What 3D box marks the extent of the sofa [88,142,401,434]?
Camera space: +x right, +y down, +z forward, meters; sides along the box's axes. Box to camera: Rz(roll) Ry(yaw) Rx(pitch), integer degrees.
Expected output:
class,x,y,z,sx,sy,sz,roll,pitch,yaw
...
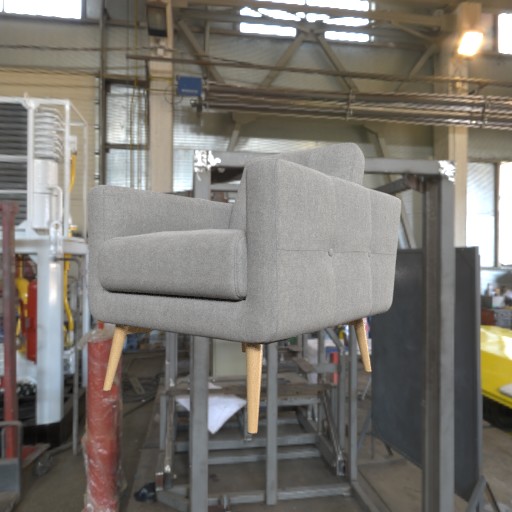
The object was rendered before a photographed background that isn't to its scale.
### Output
class,x,y,z,sx,sy,sz,roll,pitch,yaw
sofa,0.000,0.000,1.573,0.770,0.860,0.920,0,0,36
